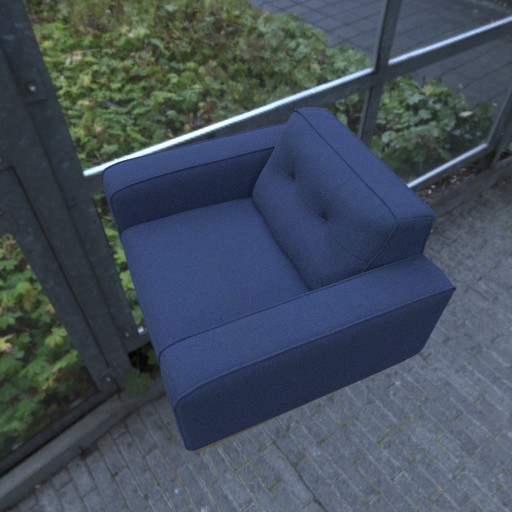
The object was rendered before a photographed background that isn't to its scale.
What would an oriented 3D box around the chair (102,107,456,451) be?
[{"bbox_3d":[0.000,0.000,1.742,0.953,0.783,1.118,-18,50,-15],"label":"chair"}]
